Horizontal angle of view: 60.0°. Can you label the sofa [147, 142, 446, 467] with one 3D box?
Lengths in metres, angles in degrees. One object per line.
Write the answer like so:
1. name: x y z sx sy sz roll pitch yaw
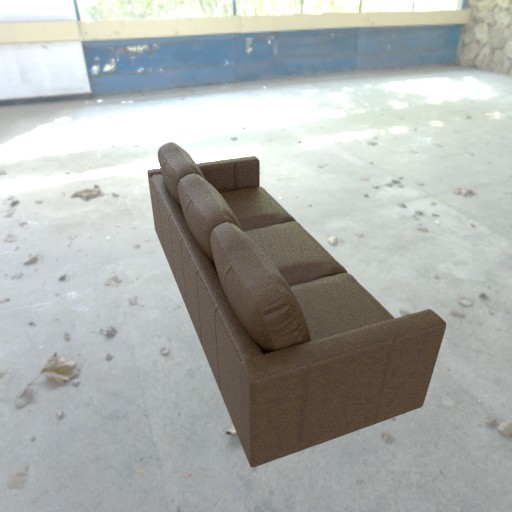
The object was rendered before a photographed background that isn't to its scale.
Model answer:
1. sofa: 0.000 0.000 2.697 0.903 0.930 2.231 -11 33 -18
